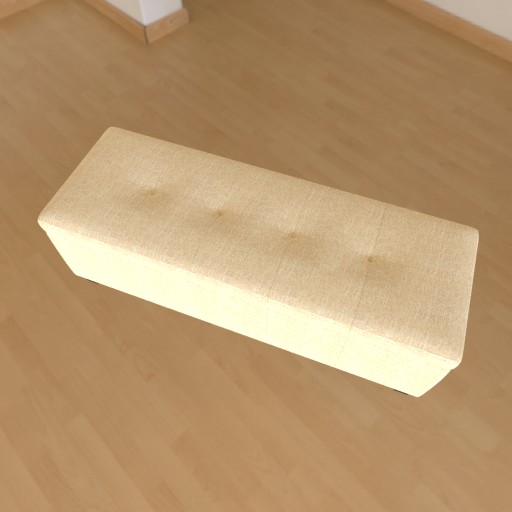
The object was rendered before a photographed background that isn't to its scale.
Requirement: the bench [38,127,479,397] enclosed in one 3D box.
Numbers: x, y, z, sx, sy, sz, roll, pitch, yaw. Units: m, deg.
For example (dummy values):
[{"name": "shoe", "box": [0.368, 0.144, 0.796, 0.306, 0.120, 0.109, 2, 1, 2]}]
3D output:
[{"name": "bench", "box": [0.000, 0.000, 1.424, 1.219, 0.406, 0.432, 18, 60, 11]}]
